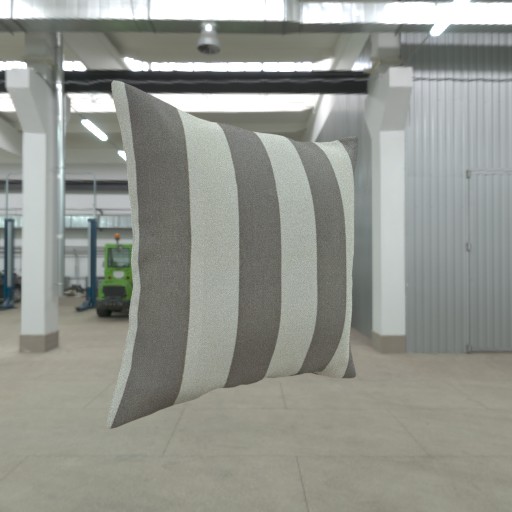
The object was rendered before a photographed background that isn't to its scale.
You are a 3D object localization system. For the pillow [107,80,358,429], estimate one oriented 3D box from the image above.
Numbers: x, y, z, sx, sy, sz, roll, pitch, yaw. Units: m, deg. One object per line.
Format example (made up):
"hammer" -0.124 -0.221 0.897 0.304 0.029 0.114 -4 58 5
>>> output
"pillow" 0.000 0.000 0.785 0.522 0.507 0.192 0 -1 -36
